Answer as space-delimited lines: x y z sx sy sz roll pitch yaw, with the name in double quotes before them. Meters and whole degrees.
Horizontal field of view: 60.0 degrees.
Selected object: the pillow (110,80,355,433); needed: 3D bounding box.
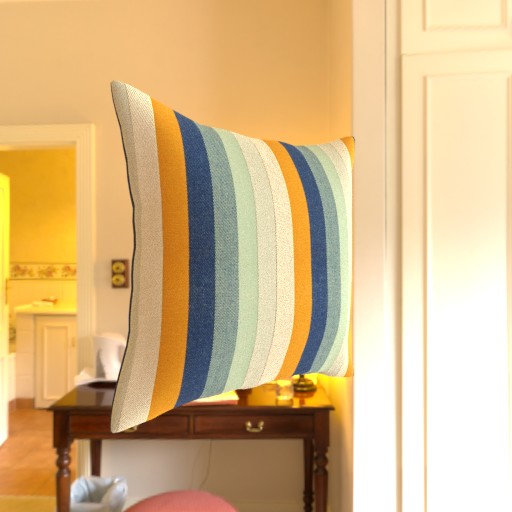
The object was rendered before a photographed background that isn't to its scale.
"pillow" 0.000 0.000 0.706 0.463 0.454 0.173 0 0 -36
